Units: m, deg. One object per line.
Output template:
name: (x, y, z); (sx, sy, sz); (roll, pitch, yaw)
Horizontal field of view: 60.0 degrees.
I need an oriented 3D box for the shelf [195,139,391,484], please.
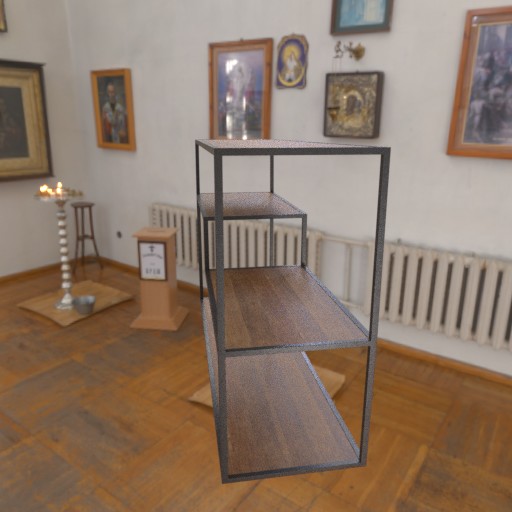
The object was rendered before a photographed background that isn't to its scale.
shelf: (0.000, 0.000, 1.533); (0.361, 0.765, 1.201); (-2, 16, -9)
